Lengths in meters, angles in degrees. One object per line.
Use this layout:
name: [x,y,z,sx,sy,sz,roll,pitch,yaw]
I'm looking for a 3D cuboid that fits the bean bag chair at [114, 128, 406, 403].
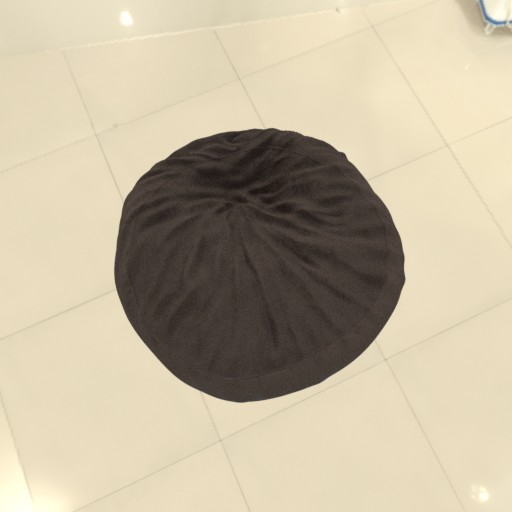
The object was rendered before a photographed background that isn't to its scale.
bean bag chair: [0.000,0.000,2.061,1.245,0.821,1.245,0,75,0]
